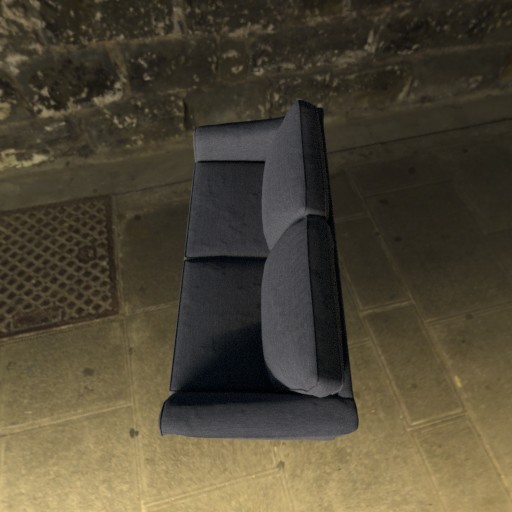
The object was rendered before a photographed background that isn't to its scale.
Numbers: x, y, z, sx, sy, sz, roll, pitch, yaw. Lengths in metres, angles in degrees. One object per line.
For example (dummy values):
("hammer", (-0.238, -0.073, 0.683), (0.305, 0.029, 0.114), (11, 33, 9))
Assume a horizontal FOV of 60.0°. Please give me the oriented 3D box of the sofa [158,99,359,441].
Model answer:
("sofa", (0.000, 0.000, 2.853), (0.971, 0.950, 2.270), (0, 57, 0))
